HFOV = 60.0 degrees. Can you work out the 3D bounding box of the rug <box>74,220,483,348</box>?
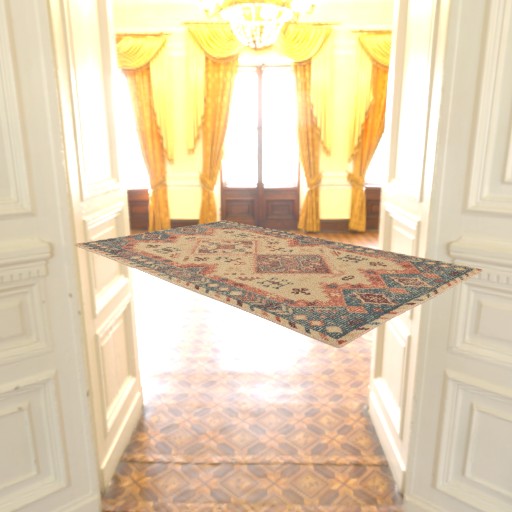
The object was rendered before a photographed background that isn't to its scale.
[{"bbox_3d":[0.000,0.000,3.072,1.521,0.023,2.464,-14,20,-43],"label":"rug"}]
